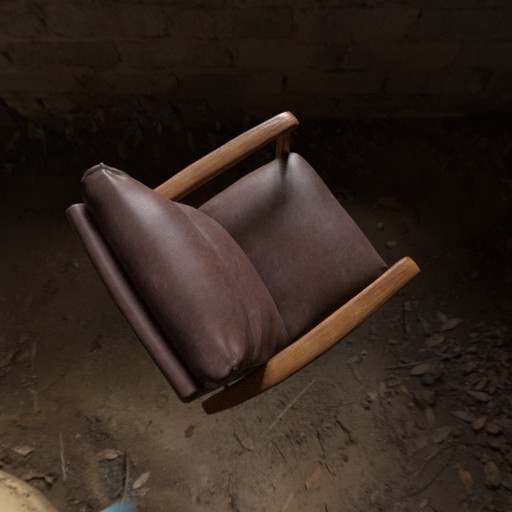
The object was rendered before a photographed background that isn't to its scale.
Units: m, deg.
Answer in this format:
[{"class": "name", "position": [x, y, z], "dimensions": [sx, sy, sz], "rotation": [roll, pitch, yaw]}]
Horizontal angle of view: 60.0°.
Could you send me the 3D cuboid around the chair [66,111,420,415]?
[{"class": "chair", "position": [0.000, 0.000, 1.507], "dimensions": [0.830, 0.897, 0.782], "rotation": [-34, 77, -9]}]
